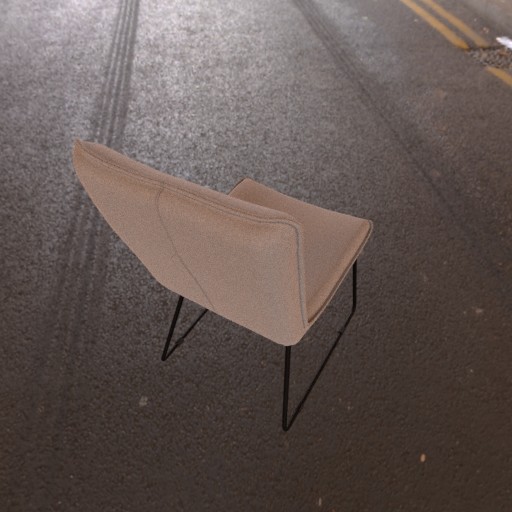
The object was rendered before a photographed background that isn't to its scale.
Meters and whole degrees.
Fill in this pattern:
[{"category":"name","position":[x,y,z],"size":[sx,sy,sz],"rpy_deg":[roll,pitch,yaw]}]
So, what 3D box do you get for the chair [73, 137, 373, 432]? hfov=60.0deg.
[{"category":"chair","position":[0.000,0.000,1.298],"size":[0.515,0.930,0.688],"rpy_deg":[23,50,21]}]
